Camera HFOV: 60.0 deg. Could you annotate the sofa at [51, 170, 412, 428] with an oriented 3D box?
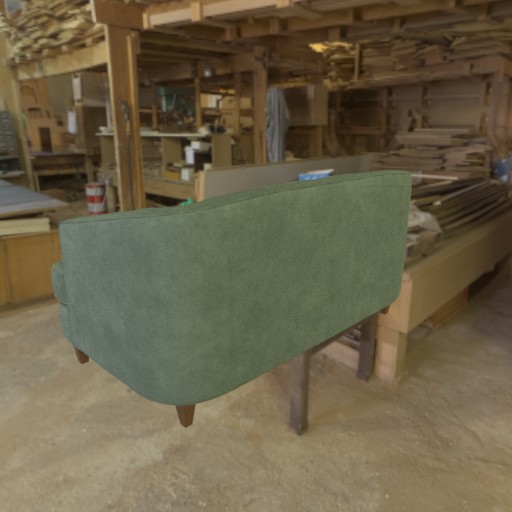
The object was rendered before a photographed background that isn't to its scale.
[{"bbox_3d":[0.000,0.000,2.247,1.733,0.855,0.941,-16,24,-42],"label":"sofa"}]
